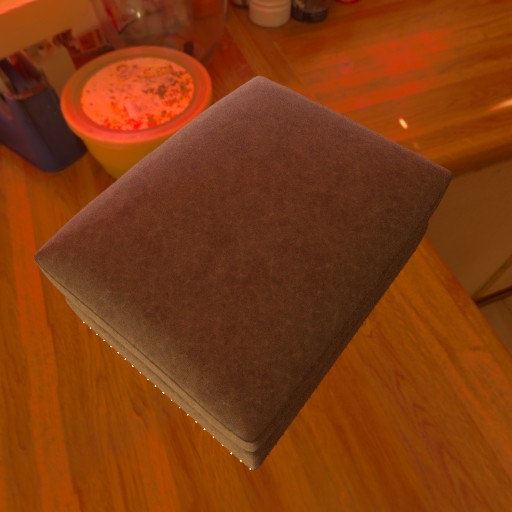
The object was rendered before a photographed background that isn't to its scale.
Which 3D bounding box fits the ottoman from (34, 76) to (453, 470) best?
[{"bbox_3d":[0.000,0.000,1.085,0.584,0.513,0.741,34,64,19],"label":"ottoman"}]
